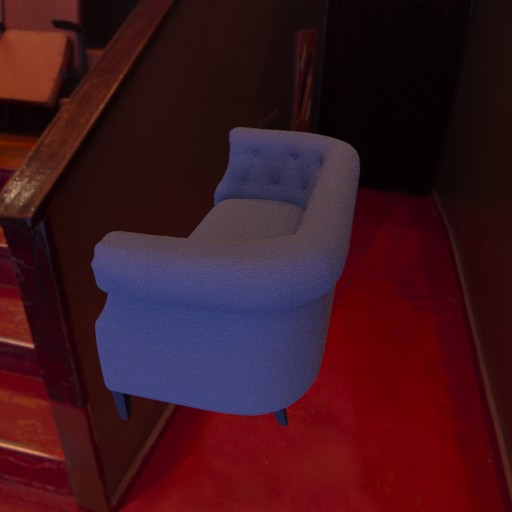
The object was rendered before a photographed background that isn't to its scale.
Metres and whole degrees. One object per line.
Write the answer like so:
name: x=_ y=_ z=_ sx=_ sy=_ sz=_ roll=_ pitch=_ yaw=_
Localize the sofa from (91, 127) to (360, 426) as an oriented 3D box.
sofa: x=0.000 y=0.000 z=2.046 sx=0.835 sy=0.827 sz=1.558 roll=7 pitch=31 yaw=12
